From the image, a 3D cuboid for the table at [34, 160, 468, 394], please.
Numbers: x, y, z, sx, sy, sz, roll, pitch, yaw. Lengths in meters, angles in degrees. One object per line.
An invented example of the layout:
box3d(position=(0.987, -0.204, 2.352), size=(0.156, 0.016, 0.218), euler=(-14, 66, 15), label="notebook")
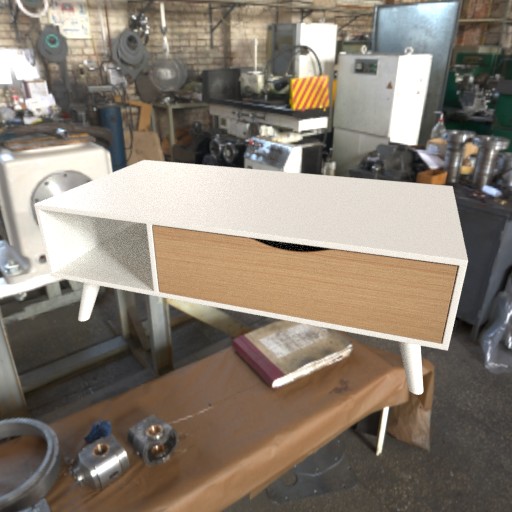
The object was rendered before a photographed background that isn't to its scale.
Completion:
box3d(position=(0.000, 0.000, 1.502), size=(1.194, 0.432, 0.609), euler=(8, 26, 17), label="table")
